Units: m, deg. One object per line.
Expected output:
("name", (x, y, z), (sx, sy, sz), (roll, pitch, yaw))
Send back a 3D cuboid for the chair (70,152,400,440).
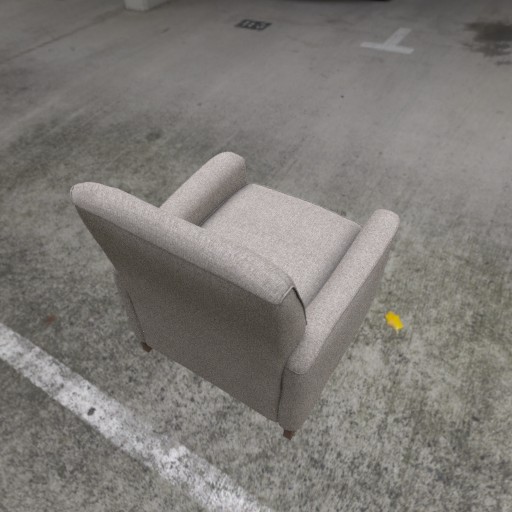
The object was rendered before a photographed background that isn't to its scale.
("chair", (0.000, 0.000, 1.651), (0.848, 1.014, 0.864), (25, 52, 21))
